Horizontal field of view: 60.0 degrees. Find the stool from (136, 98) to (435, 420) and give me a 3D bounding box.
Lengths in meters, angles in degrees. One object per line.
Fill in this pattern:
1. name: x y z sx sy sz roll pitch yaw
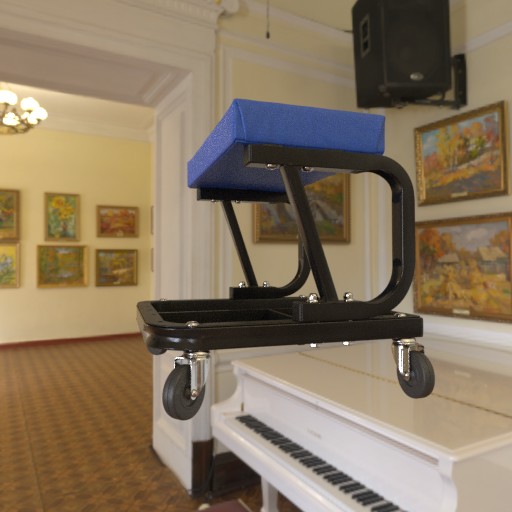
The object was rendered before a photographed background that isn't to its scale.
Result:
1. stool: 0.000 0.000 0.728 0.371 0.380 0.446 0 -1 -18
